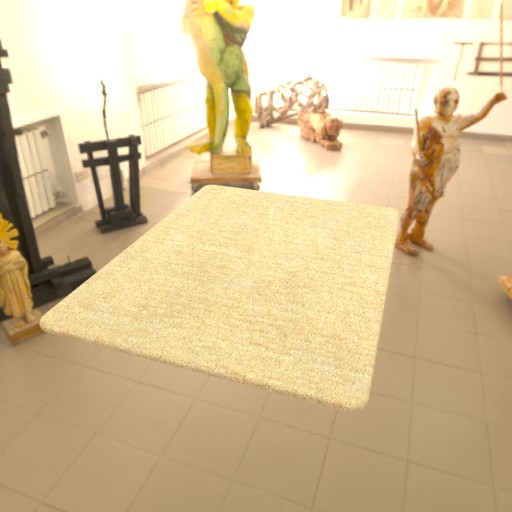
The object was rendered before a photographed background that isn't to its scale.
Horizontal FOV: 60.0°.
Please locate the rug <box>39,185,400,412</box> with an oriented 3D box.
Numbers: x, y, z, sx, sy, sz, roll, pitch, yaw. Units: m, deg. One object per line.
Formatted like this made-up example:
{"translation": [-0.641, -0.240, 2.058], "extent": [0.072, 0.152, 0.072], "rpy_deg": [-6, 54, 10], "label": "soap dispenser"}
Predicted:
{"translation": [0.000, 0.000, 3.449], "extent": [2.009, 0.048, 2.528], "rpy_deg": [10, 31, 17], "label": "rug"}
